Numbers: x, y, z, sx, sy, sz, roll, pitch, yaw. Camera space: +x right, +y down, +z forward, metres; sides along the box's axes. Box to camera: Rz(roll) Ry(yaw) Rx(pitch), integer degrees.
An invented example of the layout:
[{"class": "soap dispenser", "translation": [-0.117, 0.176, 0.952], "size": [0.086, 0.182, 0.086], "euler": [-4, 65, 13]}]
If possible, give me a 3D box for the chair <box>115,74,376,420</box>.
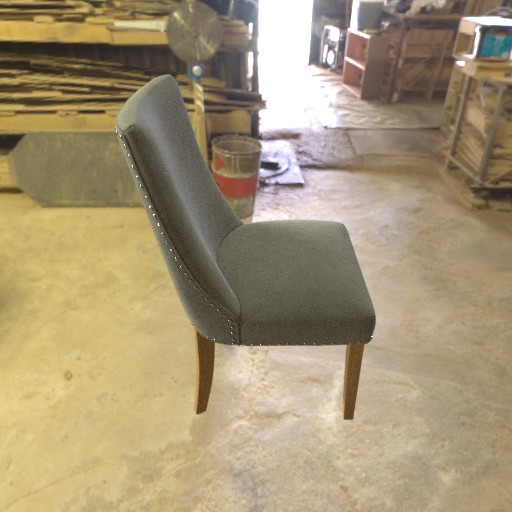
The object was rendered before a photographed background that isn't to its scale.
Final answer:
[{"class": "chair", "translation": [0.000, 0.000, 1.275], "size": [0.610, 0.902, 0.495], "euler": [0, 34, 0]}]
